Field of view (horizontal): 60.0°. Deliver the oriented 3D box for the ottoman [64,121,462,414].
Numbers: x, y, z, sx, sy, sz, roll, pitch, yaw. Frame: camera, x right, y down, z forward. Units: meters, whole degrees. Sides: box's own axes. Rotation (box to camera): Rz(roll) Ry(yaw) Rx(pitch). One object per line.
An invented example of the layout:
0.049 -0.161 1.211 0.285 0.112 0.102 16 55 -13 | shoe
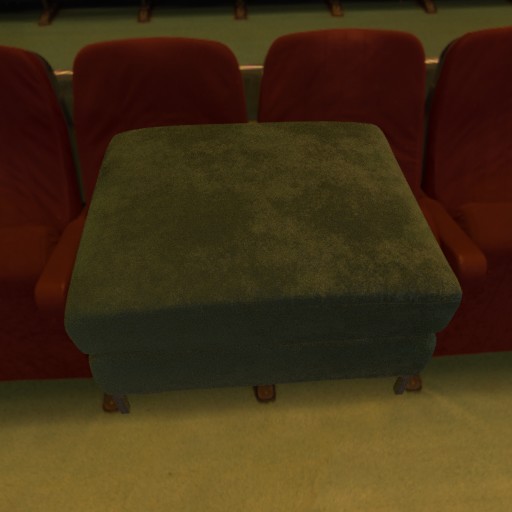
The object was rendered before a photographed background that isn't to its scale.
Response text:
0.000 0.000 1.284 0.839 0.538 0.701 -3 47 -3 | ottoman
